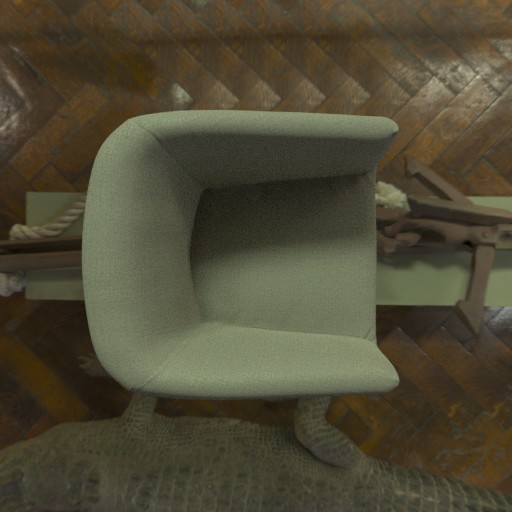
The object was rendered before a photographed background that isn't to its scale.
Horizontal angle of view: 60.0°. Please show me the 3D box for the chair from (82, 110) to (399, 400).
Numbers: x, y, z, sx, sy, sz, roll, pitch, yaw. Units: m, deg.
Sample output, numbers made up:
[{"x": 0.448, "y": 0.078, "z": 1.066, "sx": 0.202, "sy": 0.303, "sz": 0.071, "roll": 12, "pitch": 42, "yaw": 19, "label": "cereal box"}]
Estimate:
[{"x": 0.000, "y": 0.000, "z": 1.228, "sx": 0.668, "sy": 0.771, "sz": 0.600, "roll": 0, "pitch": 89, "yaw": 0, "label": "chair"}]
